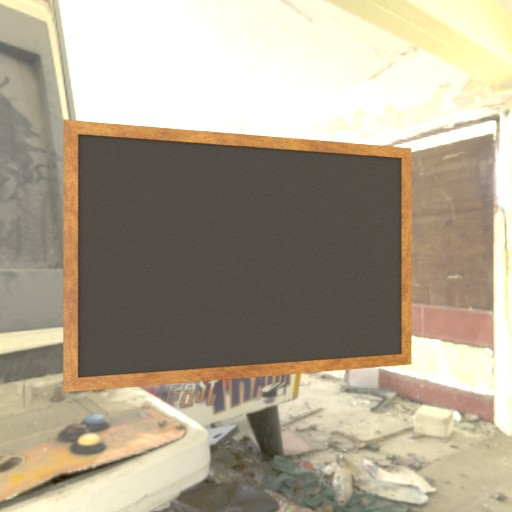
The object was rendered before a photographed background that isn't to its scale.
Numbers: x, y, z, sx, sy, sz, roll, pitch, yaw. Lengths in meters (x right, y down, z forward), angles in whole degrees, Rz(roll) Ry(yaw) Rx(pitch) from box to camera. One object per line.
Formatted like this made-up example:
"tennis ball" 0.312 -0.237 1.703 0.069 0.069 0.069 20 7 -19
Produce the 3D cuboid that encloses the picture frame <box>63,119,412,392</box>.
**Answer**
"picture frame" 0.000 0.000 1.152 0.922 0.621 0.029 0 0 -17
